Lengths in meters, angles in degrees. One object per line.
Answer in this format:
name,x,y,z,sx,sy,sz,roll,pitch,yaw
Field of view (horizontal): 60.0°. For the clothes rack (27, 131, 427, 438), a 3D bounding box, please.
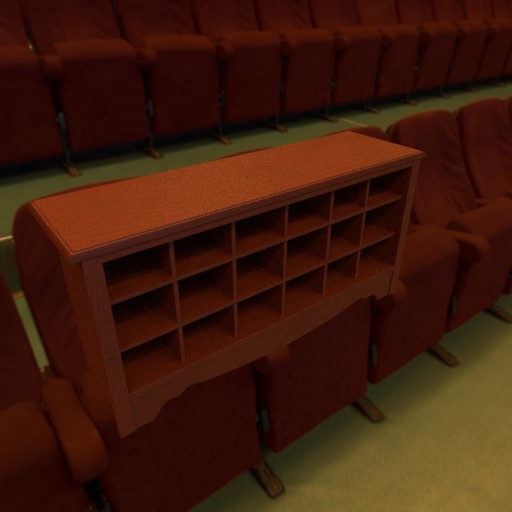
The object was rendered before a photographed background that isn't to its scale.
clothes rack,0.000,0.000,1.520,1.251,0.594,0.362,-20,36,-31
